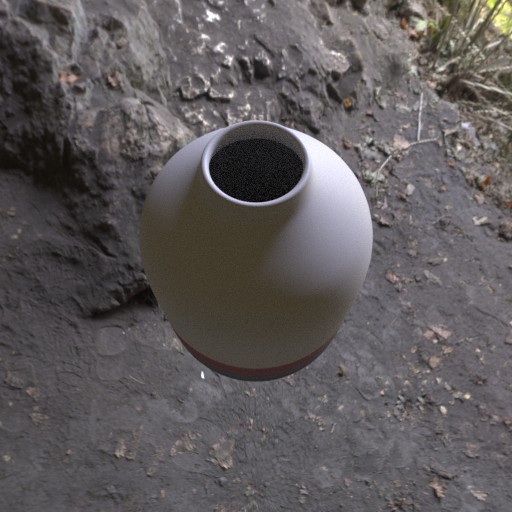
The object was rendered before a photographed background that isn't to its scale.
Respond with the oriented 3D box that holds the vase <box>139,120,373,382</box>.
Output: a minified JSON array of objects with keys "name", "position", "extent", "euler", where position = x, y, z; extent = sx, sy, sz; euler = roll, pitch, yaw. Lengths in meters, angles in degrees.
[{"name":"vase","position":[0.000,0.000,0.357],"extent":[0.169,0.237,0.169],"euler":[0,63,0]}]
